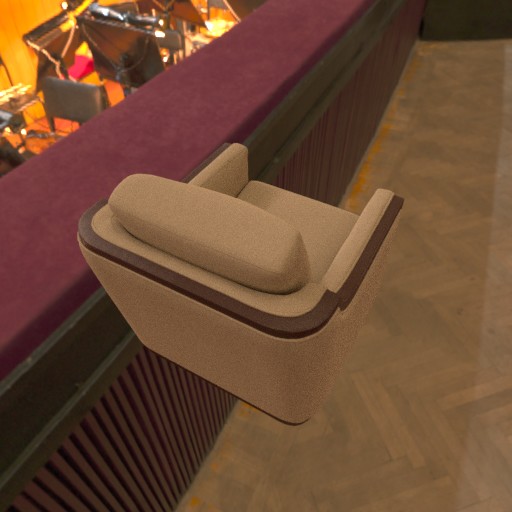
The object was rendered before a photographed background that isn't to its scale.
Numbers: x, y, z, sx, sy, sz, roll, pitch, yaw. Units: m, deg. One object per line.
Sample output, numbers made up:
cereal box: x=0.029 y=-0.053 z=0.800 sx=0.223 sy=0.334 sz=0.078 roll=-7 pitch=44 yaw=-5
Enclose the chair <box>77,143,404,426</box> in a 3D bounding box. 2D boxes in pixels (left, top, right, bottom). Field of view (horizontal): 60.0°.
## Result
chair: x=0.000 y=0.000 z=1.703 sx=0.870 sy=0.930 sz=0.950 roll=22 pitch=50 yaw=20
